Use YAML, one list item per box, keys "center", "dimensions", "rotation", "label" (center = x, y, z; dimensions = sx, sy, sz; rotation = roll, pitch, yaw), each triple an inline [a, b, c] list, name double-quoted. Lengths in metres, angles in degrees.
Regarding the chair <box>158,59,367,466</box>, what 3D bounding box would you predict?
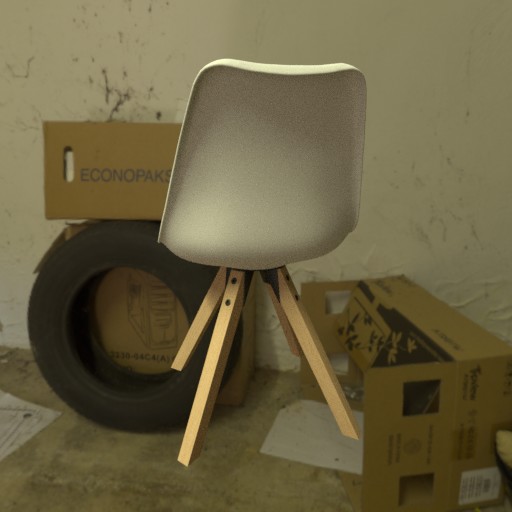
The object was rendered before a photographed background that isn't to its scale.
- center: [0.000, 0.000, 1.133]
  dimensions: [0.485, 0.850, 0.550]
  rotation: [-3, 16, -12]
  label: "chair"
